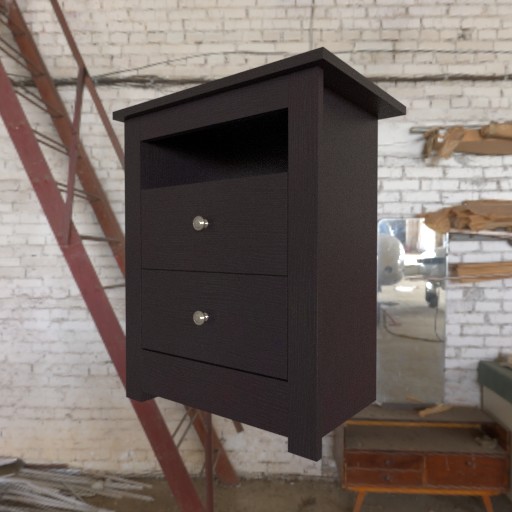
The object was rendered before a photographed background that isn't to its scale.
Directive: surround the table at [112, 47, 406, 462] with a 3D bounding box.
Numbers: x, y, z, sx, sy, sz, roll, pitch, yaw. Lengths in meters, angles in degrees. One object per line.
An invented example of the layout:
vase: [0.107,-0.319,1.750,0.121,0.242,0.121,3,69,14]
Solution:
table: [0.000,0.000,1.081,0.589,0.711,0.408,1,2,38]
